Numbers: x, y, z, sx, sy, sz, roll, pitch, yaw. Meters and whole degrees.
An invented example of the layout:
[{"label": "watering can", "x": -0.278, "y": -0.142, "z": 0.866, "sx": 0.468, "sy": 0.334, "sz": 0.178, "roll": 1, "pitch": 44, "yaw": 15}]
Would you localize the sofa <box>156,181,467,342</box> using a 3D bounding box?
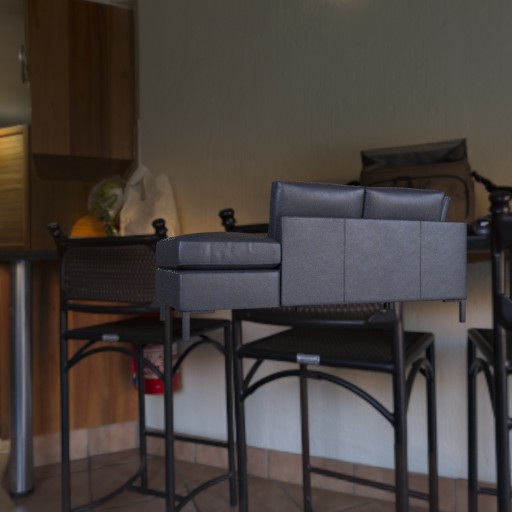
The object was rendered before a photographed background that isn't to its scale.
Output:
[{"label": "sofa", "x": 0.000, "y": 0.000, "z": 3.956, "sx": 1.938, "sy": 0.877, "sz": 2.984, "roll": 0, "pitch": 0, "yaw": -20}]
